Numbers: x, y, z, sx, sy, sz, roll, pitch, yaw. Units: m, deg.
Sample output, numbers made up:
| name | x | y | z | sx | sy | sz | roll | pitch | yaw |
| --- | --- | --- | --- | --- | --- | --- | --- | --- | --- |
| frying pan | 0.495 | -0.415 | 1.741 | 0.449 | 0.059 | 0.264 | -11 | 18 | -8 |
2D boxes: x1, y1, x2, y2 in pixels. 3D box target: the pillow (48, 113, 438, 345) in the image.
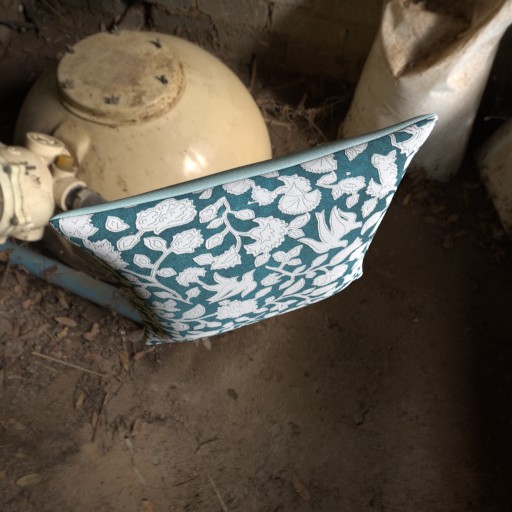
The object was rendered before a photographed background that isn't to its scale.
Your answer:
| name | x | y | z | sx | sy | sz | roll | pitch | yaw |
| --- | --- | --- | --- | --- | --- | --- | --- | --- | --- |
| pillow | 0.000 | 0.000 | 0.788 | 0.525 | 0.508 | 0.166 | -17 | 65 | -8 |
